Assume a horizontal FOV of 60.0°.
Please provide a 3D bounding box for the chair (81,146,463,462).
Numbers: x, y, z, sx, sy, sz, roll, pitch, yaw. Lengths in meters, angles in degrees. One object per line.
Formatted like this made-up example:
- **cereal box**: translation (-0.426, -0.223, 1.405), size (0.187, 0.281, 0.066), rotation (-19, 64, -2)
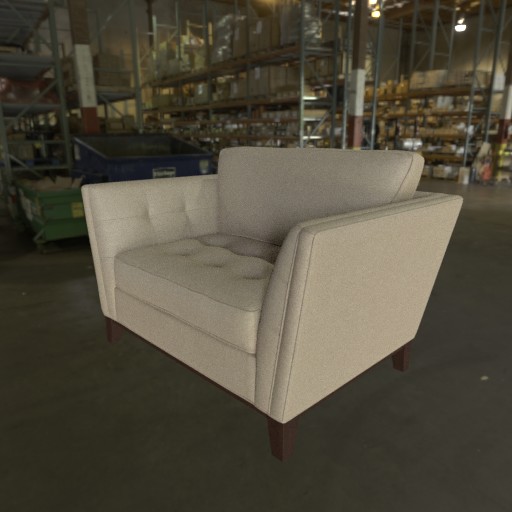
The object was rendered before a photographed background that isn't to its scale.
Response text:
- **chair**: translation (0.000, 0.000, 2.002), size (0.965, 0.940, 1.397), rotation (-15, 22, -42)
